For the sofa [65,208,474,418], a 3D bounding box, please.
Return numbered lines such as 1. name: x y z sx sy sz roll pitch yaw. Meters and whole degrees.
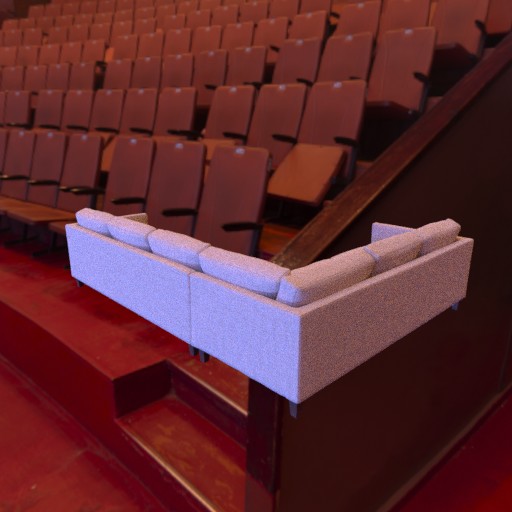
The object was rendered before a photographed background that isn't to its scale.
1. sofa: 0.000 0.000 4.356 2.432 0.863 3.182 -16 23 -42
